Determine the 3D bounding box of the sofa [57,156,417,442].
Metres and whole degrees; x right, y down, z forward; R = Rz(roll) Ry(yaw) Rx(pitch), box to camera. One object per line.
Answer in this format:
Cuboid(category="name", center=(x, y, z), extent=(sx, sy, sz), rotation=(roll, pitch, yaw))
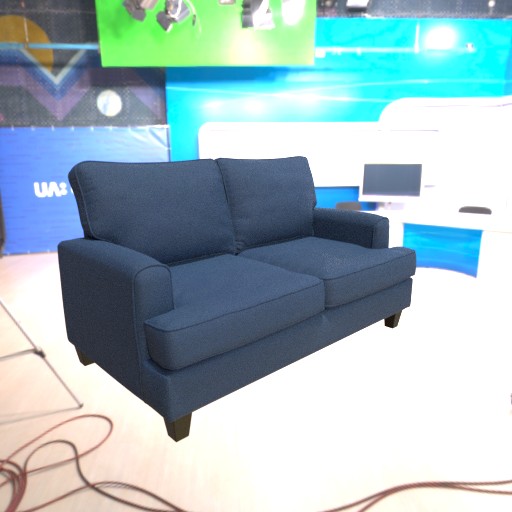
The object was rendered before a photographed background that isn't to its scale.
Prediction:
Cuboid(category="sofa", center=(0.000, 0.000, 2.247), extent=(1.651, 0.965, 0.965), rotation=(-13, 19, -41))
